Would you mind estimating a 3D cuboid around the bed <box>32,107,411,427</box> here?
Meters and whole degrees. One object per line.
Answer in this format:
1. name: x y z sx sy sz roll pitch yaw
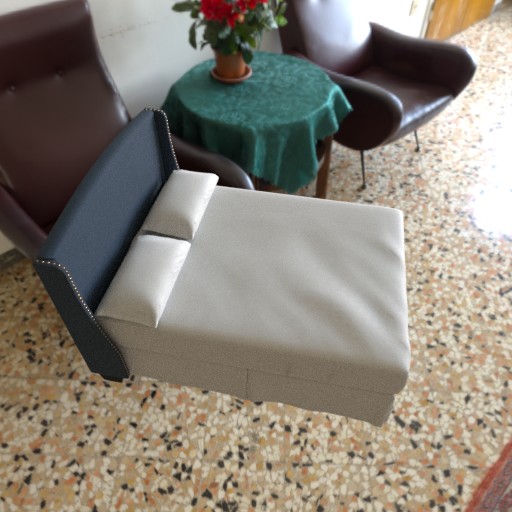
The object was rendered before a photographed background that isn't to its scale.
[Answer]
1. bed: 0.000 0.000 3.301 2.237 1.407 1.710 8 48 8
